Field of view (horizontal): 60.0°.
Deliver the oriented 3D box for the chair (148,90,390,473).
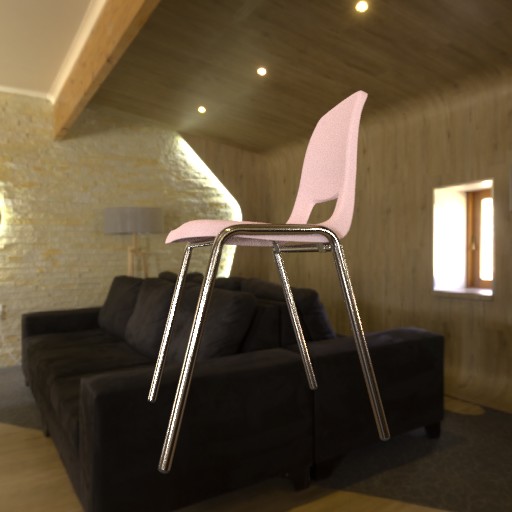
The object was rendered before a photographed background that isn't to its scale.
[{"bbox_3d":[0.000,0.000,0.952,0.436,0.704,0.381,0,0,-16],"label":"chair"}]
